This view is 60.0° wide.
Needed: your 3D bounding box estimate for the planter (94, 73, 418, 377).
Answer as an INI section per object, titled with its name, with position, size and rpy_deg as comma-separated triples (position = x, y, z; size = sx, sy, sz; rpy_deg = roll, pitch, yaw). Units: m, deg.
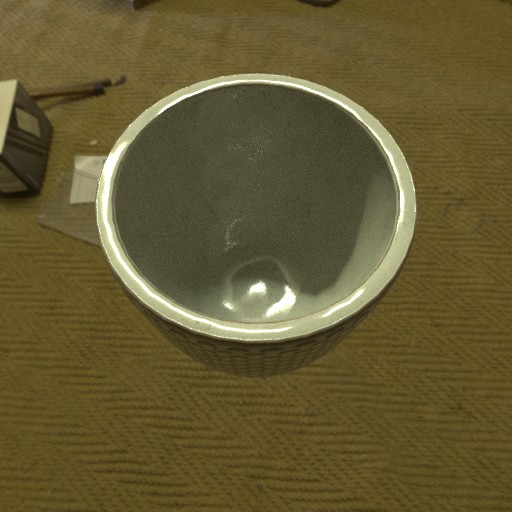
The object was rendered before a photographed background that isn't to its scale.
[planter]
position = 0.000, 0.000, 0.352
size = 0.197, 0.191, 0.197
rpy_deg = 0, 64, 0
